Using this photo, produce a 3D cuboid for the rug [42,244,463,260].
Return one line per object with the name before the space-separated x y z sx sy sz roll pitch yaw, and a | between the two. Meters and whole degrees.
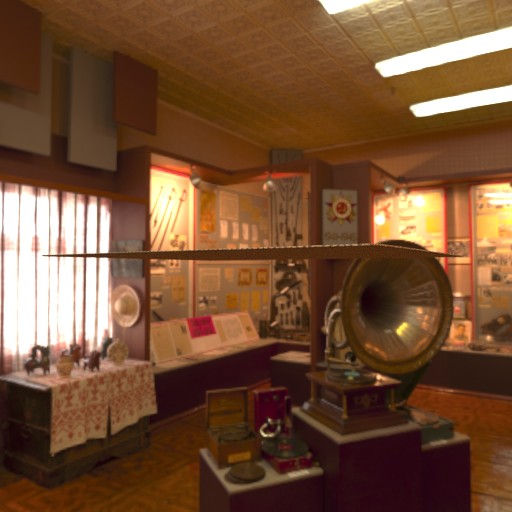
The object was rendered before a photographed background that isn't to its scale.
rug | 0.000 0.000 4.199 3.207 0.014 2.439 -1 -2 35
